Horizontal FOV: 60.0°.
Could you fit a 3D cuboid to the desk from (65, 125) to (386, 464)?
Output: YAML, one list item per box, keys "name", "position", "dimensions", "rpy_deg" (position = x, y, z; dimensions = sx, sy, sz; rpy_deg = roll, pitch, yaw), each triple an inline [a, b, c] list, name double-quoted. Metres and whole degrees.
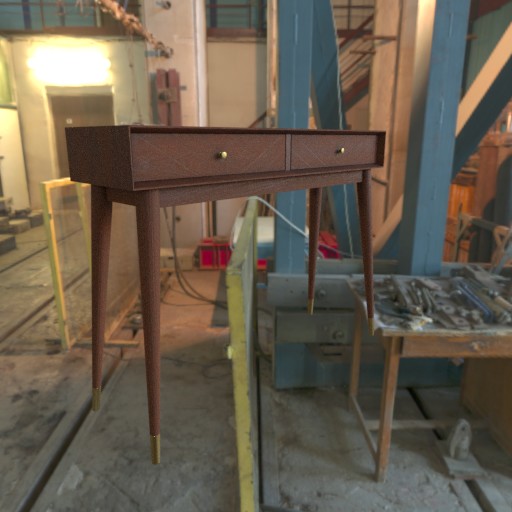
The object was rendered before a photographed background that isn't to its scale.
- name: "desk"
  position: [0.000, 0.000, 1.668]
  dimensions: [0.384, 0.917, 1.204]
  rpy_deg: [14, 20, 43]
